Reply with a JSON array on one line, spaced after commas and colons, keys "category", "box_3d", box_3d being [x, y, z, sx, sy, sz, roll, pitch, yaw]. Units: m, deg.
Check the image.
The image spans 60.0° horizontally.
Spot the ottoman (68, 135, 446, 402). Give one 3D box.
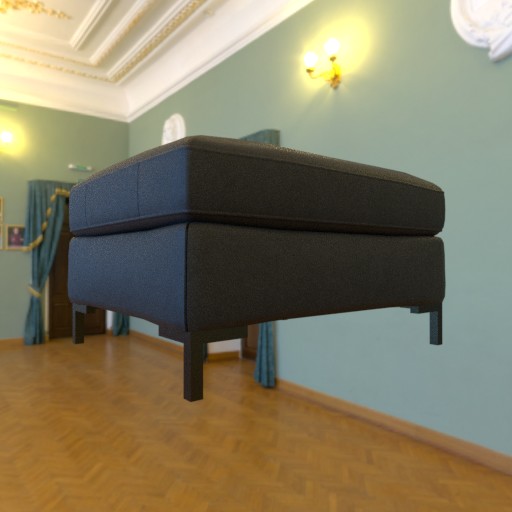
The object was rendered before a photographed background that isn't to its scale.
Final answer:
[{"category": "ottoman", "box_3d": [0.000, 0.000, 1.762, 1.187, 0.696, 0.967, 0, 0, -38]}]
